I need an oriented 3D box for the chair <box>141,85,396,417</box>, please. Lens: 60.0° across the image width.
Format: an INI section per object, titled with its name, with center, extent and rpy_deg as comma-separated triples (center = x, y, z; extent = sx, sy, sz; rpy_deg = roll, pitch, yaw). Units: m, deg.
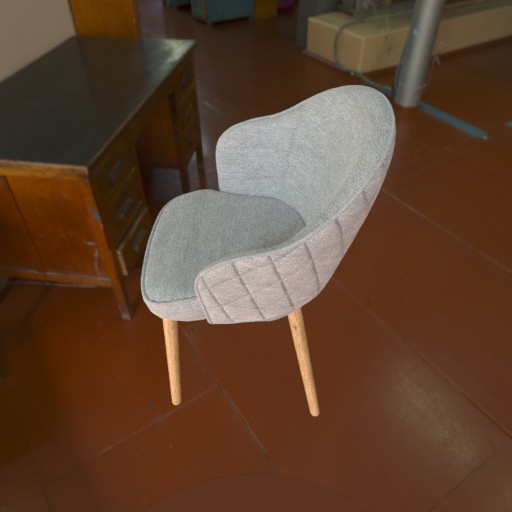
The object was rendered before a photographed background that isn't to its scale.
[chair]
center = 0.000, 0.000, 1.124
extent = 0.530, 0.800, 0.540
rpy_deg = 0, 42, 0
